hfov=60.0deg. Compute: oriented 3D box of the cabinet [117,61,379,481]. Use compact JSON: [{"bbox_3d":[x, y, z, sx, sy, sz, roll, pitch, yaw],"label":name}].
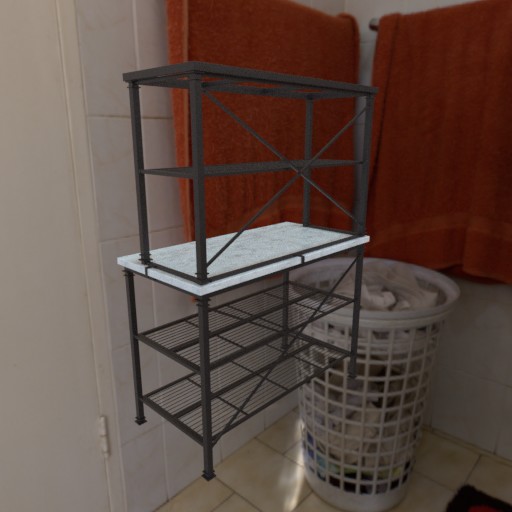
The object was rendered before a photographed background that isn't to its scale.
[{"bbox_3d":[0.000,0.000,2.265,0.610,1.659,1.210,14,21,42],"label":"cabinet"}]
